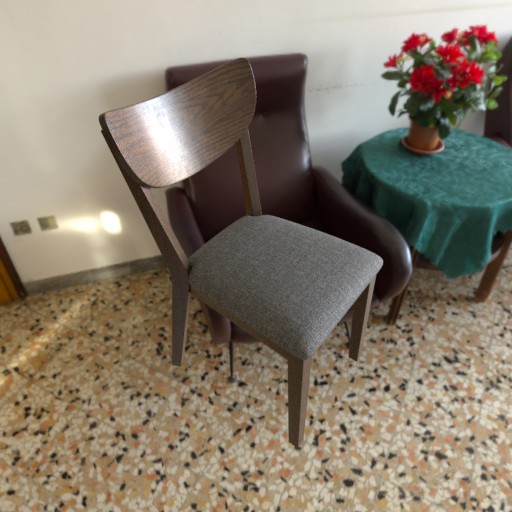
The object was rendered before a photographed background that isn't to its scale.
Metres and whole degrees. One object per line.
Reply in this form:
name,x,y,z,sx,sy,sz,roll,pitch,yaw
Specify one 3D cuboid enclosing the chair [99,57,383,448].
chair,0.000,0.000,1.212,0.583,0.849,0.491,26,47,27
